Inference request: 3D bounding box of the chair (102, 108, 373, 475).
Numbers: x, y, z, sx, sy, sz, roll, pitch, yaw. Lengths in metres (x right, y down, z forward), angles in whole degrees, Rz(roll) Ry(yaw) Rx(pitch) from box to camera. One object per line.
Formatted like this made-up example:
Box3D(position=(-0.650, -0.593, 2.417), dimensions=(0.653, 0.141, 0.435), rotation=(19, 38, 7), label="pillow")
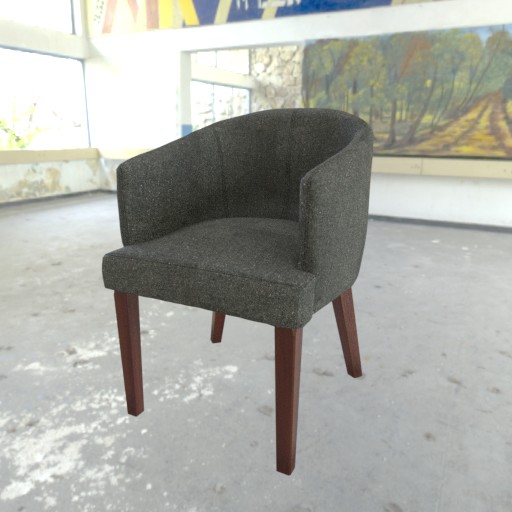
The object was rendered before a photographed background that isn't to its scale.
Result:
Box3D(position=(0.000, 0.000, 1.242), dimensions=(0.583, 0.811, 0.655), rotation=(8, 18, 26), label="chair")
